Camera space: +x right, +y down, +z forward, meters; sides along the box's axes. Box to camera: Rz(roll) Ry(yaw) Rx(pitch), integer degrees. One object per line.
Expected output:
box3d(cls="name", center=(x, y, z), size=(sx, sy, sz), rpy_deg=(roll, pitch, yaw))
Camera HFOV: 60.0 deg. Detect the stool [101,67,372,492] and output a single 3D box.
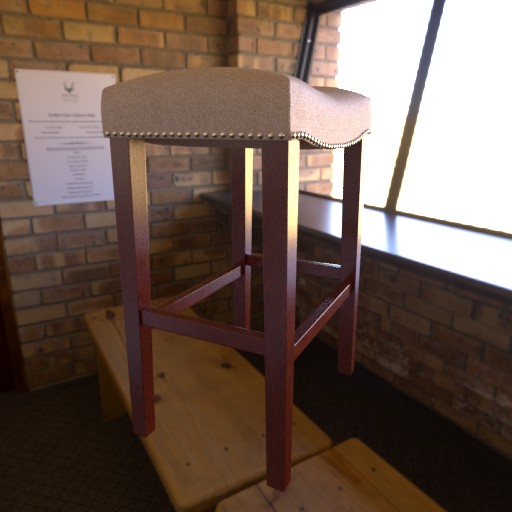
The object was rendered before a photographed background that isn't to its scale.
box3d(cls="stool", center=(0.000, 0.000, 0.999), size=(0.372, 0.742, 0.504), rpy_deg=(8, 18, 26))
